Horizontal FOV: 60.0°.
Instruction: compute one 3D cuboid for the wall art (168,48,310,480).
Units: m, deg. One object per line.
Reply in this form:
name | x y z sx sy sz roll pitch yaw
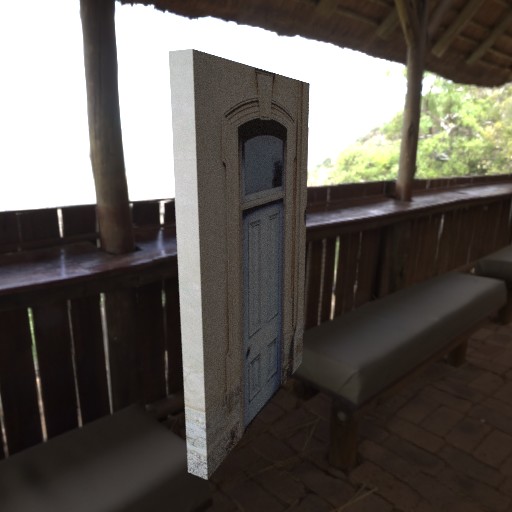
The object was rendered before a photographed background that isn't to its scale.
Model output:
wall art | 0.000 0.000 0.780 0.036 0.607 0.403 8 17 26
